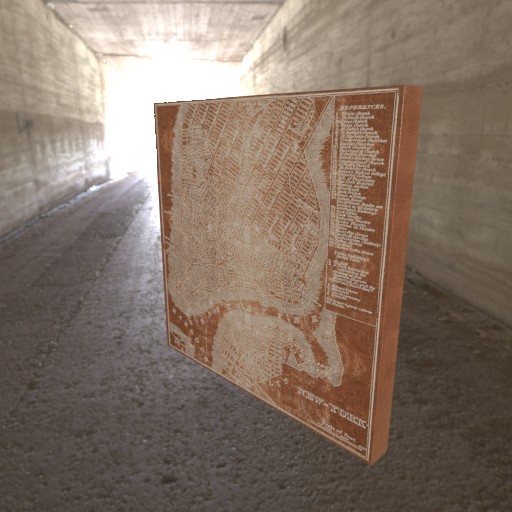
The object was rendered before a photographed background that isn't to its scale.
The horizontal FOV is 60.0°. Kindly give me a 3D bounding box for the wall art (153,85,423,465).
[{"bbox_3d":[0.000,0.000,0.592,0.035,0.403,0.403,-16,22,-43],"label":"wall art"}]
